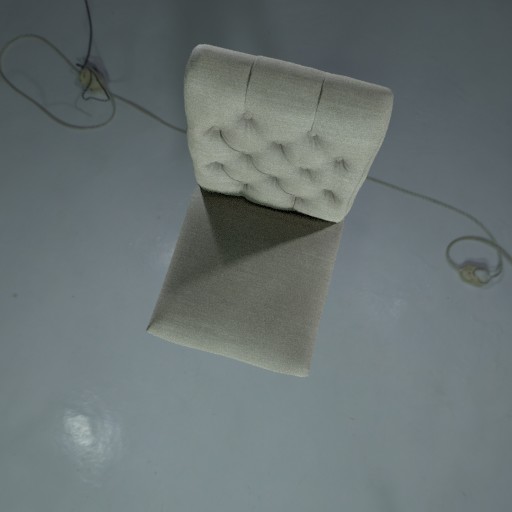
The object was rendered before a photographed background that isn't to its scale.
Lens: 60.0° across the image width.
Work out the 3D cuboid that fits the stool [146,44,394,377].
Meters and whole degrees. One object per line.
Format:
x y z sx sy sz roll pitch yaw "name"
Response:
0.000 0.000 1.418 0.486 1.084 0.660 15 77 4 "stool"
